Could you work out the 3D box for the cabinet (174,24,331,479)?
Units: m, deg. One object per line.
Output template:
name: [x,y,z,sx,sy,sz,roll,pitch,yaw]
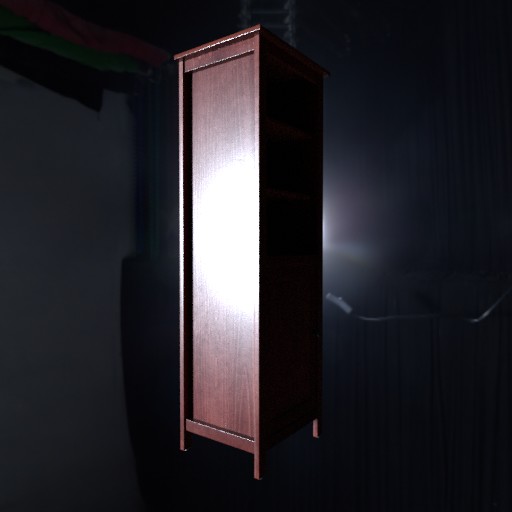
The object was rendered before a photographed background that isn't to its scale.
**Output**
cabinet: [0.000,0.000,1.773,0.401,1.518,0.500,1,2,36]
